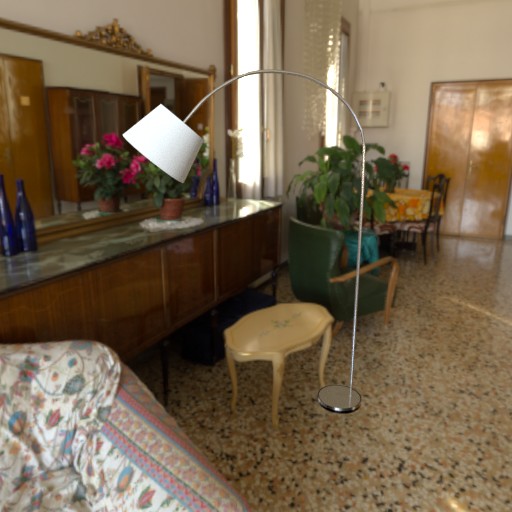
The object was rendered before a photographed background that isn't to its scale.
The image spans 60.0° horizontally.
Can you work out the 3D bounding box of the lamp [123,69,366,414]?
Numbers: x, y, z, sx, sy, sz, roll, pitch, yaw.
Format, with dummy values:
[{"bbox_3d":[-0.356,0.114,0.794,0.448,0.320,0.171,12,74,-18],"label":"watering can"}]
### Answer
[{"bbox_3d":[0.000,0.000,2.671,1.445,2.098,0.406,-2,15,-9],"label":"lamp"}]
